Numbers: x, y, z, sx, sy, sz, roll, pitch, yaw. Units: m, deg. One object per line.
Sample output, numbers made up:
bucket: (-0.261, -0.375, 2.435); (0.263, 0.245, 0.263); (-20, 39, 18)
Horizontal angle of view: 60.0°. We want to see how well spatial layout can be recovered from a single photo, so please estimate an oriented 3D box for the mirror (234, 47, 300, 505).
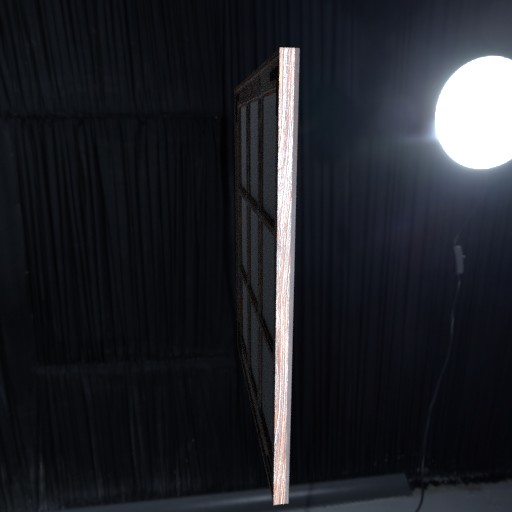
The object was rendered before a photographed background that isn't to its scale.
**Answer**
mirror: (0.000, 0.000, 1.161); (0.032, 0.882, 0.730); (-2, 16, -8)
